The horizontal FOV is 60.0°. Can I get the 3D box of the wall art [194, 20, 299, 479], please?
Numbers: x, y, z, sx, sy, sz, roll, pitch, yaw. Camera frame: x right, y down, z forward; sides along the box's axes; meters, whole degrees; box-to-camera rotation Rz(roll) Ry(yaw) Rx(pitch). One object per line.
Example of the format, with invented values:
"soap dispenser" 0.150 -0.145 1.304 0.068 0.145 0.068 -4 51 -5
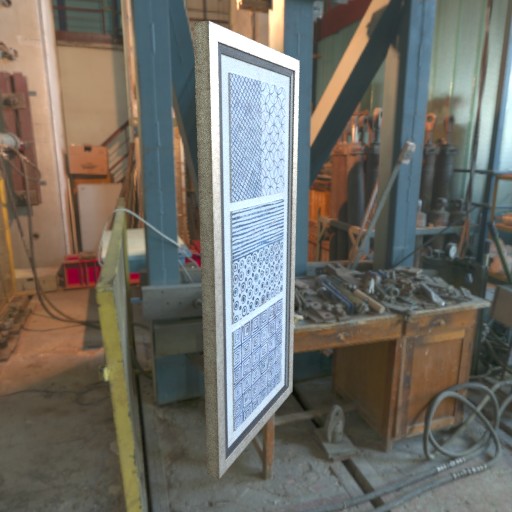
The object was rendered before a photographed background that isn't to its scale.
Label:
"wall art" 0.000 0.000 1.665 0.051 1.461 0.648 7 15 27
